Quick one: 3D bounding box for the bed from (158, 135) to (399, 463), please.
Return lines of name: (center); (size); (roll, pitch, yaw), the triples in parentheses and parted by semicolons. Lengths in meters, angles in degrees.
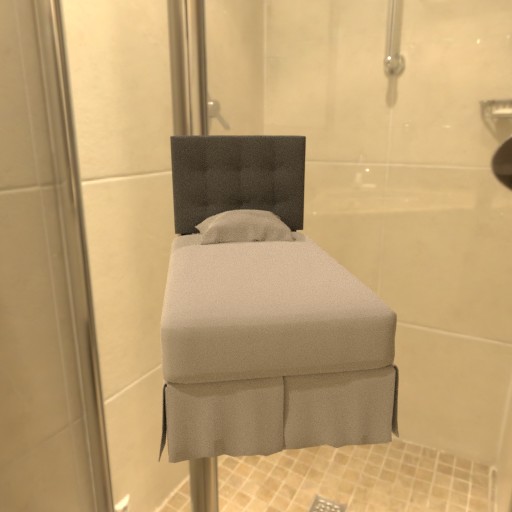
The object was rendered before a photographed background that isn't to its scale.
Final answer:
bed: (0.000, 0.000, 2.990); (1.261, 1.571, 1.997); (-2, 15, -8)
